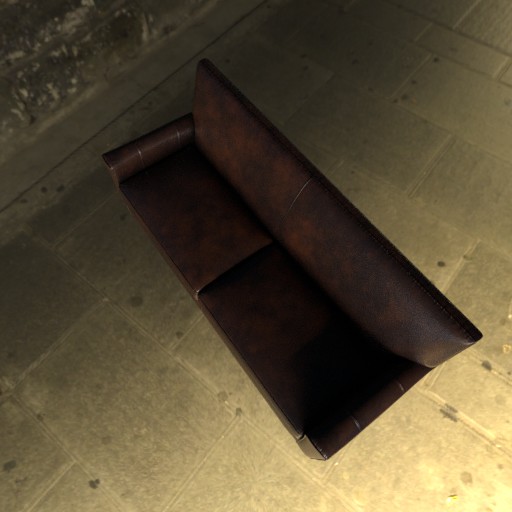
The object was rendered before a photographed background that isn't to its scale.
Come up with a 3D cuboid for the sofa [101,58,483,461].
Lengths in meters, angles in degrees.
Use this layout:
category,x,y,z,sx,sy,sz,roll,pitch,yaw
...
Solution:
category,x,y,z,sx,sy,sz,roll,pitch,yaw
sofa,0.000,0.000,2.393,0.786,0.871,1.995,-33,68,-16
